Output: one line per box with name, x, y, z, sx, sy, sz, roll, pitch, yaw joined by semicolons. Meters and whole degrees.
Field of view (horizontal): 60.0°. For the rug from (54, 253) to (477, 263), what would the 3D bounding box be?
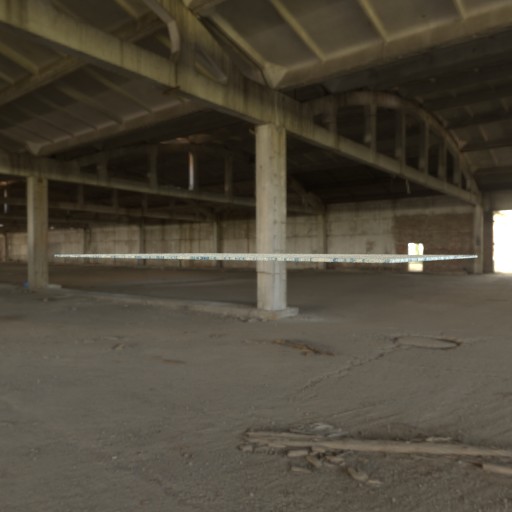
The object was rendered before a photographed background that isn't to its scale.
rug;0.000;0.000;2.995;2.439;0.015;1.524;1;1;37
